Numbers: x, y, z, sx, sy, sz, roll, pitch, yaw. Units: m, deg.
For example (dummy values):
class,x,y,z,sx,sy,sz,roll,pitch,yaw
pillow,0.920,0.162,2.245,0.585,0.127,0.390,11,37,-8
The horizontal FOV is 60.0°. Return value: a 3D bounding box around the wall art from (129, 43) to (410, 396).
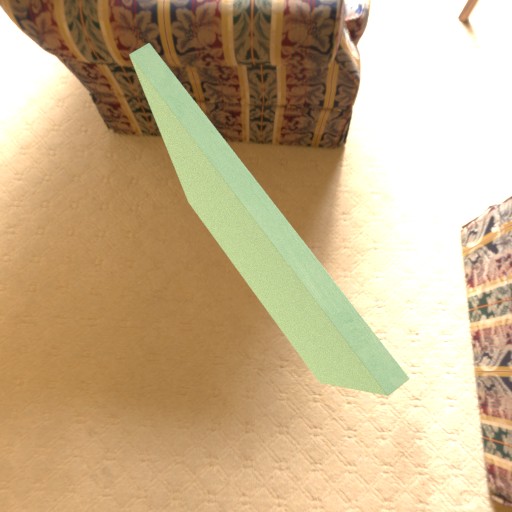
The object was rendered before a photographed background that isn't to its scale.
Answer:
class,x,y,z,sx,sy,sz,roll,pitch,yaw
wall art,0.000,0.000,0.897,0.036,0.603,0.603,-35,78,-8
